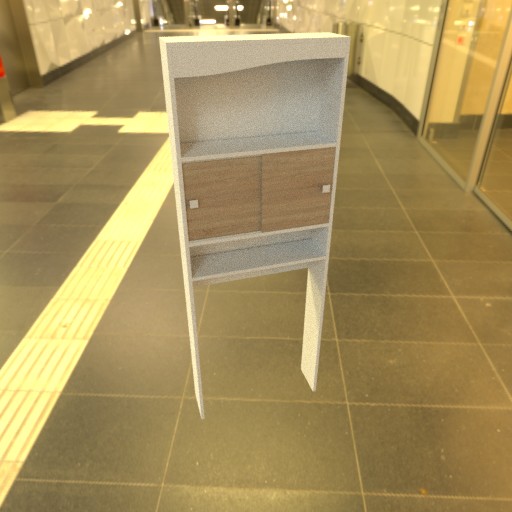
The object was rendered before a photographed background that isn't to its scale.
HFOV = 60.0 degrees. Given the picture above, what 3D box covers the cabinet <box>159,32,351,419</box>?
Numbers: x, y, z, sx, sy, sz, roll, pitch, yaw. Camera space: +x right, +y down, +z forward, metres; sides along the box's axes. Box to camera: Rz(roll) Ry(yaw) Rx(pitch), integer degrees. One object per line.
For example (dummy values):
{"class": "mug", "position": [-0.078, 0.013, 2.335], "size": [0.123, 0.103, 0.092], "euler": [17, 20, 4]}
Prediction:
{"class": "cabinet", "position": [0.000, 0.000, 1.992], "size": [0.643, 1.770, 0.192], "euler": [-9, 32, -15]}
